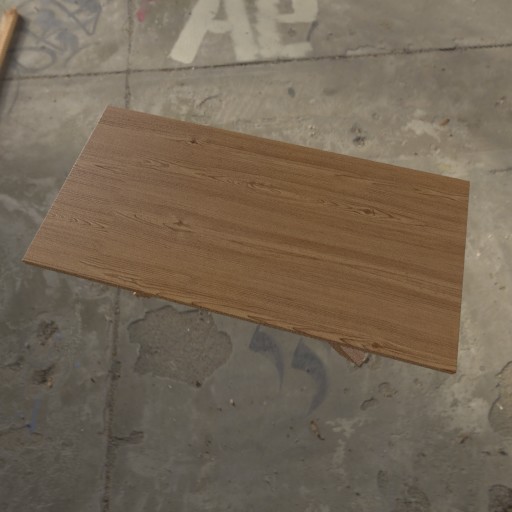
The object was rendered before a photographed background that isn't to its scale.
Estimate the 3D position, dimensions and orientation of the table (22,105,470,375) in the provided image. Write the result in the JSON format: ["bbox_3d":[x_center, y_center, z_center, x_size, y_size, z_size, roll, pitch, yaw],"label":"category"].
[{"bbox_3d":[0.000,0.000,2.288,1.797,0.750,0.901,14,65,6],"label":"table"}]
